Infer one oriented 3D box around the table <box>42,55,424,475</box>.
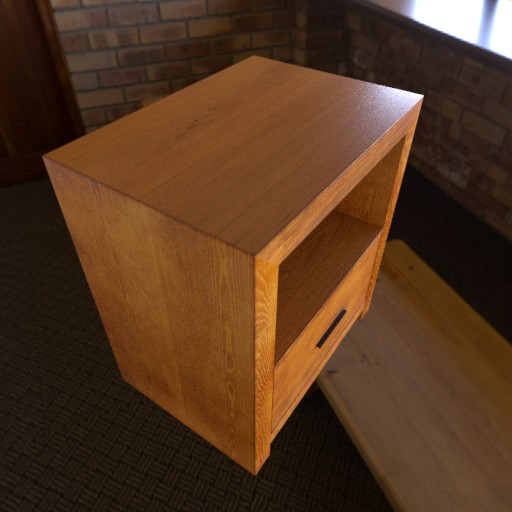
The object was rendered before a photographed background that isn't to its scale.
[{"bbox_3d":[0.000,0.000,0.950,0.400,0.605,0.550,25,48,25],"label":"table"}]
